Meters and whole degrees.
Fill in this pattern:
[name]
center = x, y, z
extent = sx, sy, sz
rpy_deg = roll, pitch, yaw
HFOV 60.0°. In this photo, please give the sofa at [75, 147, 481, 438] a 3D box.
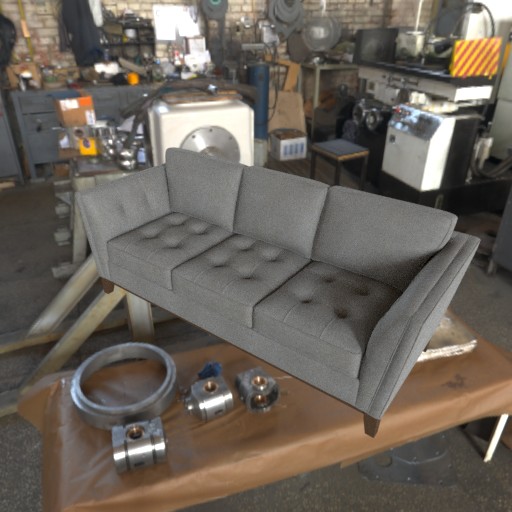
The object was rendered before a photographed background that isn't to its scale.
[sofa]
center = 0.000, 0.000, 2.877
extent = 2.387, 0.940, 0.965
rpy_deg = 20, 35, 31
